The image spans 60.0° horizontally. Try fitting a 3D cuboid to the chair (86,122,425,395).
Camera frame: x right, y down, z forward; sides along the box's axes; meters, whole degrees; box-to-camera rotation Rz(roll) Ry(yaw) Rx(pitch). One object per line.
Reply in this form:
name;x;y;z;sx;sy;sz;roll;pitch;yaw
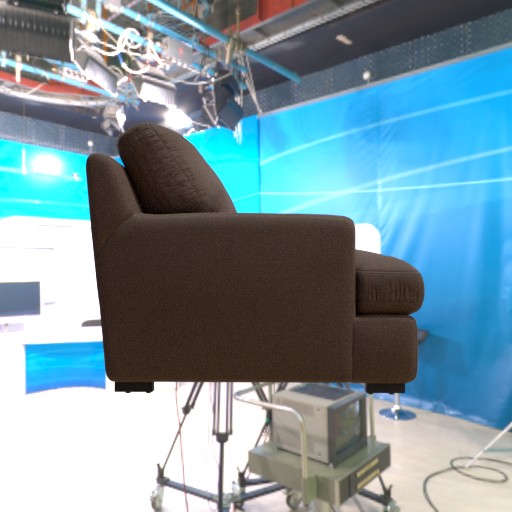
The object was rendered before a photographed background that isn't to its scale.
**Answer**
chair;0.000;0.000;2.009;1.143;0.940;1.168;0;-1;1
